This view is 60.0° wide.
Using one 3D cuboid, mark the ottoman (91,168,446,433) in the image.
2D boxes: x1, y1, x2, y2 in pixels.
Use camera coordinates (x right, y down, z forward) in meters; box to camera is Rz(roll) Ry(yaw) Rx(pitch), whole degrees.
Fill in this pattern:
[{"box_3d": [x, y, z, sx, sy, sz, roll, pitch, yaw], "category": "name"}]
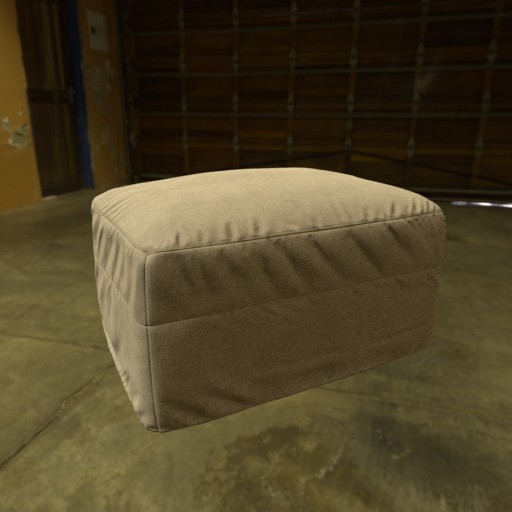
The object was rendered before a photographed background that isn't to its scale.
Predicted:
[{"box_3d": [0.000, 0.000, 1.275, 0.837, 0.481, 0.683, -8, 18, -26], "category": "ottoman"}]
